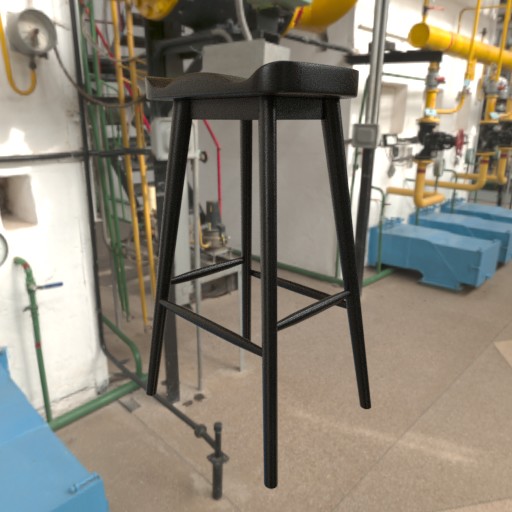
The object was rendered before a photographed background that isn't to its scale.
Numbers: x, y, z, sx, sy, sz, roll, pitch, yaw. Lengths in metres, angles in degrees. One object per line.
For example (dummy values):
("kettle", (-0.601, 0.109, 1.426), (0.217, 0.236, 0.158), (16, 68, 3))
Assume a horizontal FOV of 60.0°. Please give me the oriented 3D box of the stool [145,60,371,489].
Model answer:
("stool", (0.000, 0.000, 0.984), (0.440, 0.749, 0.361), (17, 24, 42))
